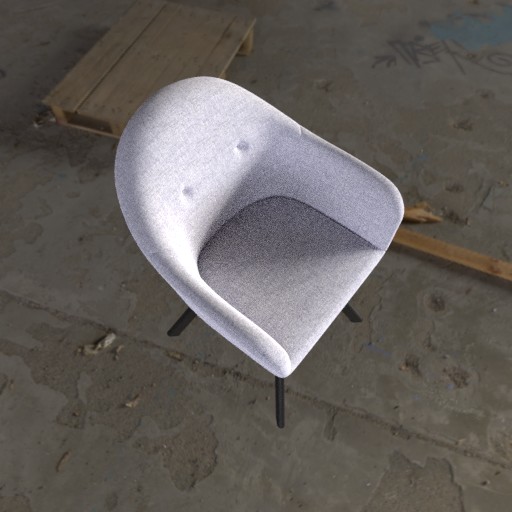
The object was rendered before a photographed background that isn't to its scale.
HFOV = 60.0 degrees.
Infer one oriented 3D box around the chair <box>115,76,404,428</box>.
[{"bbox_3d":[0.000,0.000,1.179,0.570,0.780,0.540,34,63,20],"label":"chair"}]
